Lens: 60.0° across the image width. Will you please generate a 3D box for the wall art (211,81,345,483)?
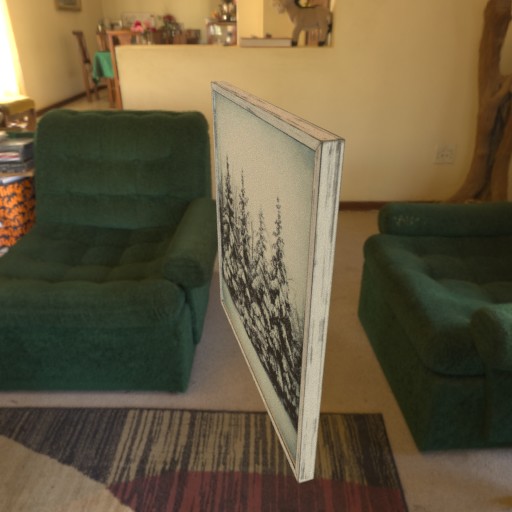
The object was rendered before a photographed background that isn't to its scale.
[{"bbox_3d":[0.000,0.000,1.139,0.037,0.761,0.761,-8,29,-15],"label":"wall art"}]
